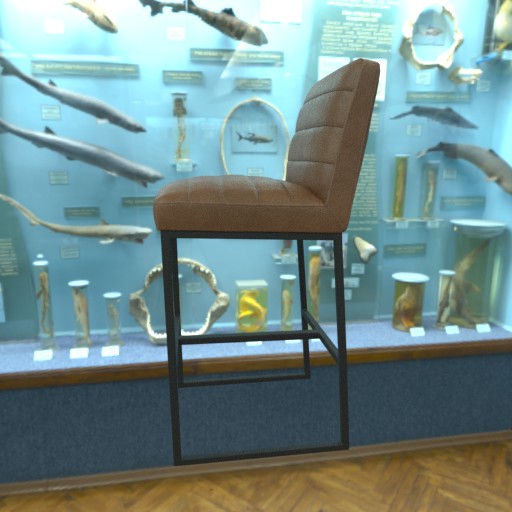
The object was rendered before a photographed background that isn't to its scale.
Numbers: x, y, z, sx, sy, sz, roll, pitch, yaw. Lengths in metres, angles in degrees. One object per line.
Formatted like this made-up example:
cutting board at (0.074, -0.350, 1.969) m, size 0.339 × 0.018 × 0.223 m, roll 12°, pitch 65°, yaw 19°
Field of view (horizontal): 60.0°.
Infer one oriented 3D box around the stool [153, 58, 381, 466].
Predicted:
stool at (0.000, 0.000, 1.318) m, size 0.556 × 1.040 × 0.458 m, roll -2°, pitch 12°, yaw -8°
